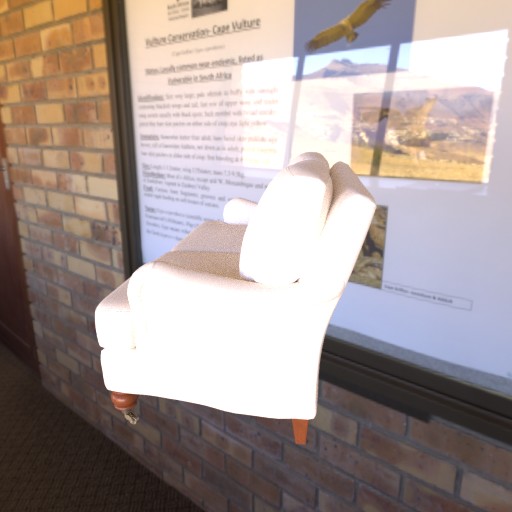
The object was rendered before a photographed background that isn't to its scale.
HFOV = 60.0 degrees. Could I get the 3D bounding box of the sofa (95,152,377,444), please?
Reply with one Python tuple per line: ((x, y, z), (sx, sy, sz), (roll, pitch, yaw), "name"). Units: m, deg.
((0.000, 0.000, 2.521), (1.084, 1.101, 1.853), (2, 16, 8), "sofa")
